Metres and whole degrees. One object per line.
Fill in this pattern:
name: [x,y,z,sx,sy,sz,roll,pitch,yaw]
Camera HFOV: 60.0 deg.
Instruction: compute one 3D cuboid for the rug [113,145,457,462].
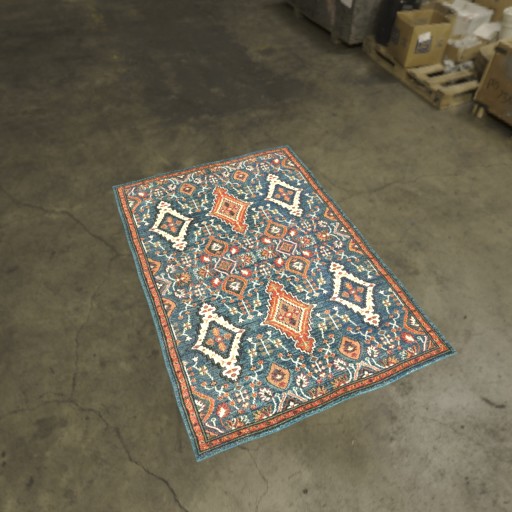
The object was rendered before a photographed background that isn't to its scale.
rug: [0.000,0.000,3.144,1.622,0.009,2.373,-17,50,-15]
